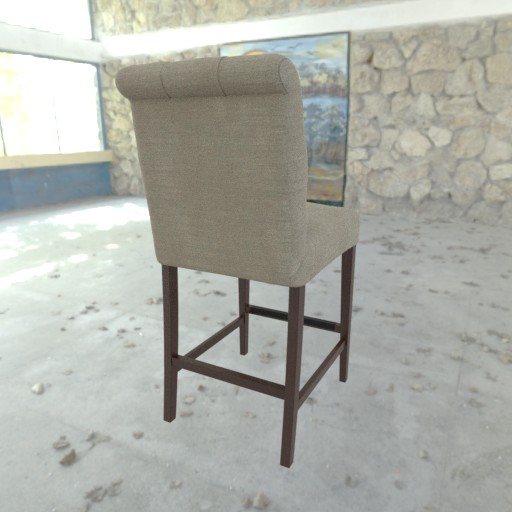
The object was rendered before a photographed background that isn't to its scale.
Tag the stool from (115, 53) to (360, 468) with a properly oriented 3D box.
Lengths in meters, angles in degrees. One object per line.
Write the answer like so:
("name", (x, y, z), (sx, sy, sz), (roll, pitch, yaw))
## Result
("stool", (0.000, 0.000, 1.405), (0.486, 1.084, 0.660), (8, 18, 27))
